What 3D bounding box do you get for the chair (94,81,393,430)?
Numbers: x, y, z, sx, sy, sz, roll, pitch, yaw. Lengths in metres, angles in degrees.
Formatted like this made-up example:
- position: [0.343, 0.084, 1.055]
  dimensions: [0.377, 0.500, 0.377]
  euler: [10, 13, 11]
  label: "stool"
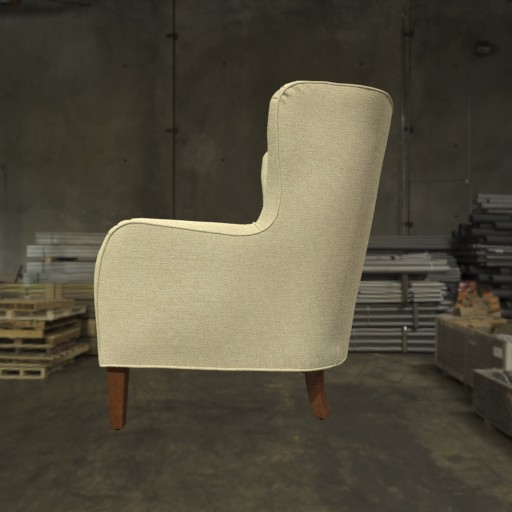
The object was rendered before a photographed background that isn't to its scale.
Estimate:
- position: [0.000, 0.000, 1.692]
  dimensions: [0.966, 1.040, 0.838]
  euler: [0, 0, 0]
  label: "chair"
